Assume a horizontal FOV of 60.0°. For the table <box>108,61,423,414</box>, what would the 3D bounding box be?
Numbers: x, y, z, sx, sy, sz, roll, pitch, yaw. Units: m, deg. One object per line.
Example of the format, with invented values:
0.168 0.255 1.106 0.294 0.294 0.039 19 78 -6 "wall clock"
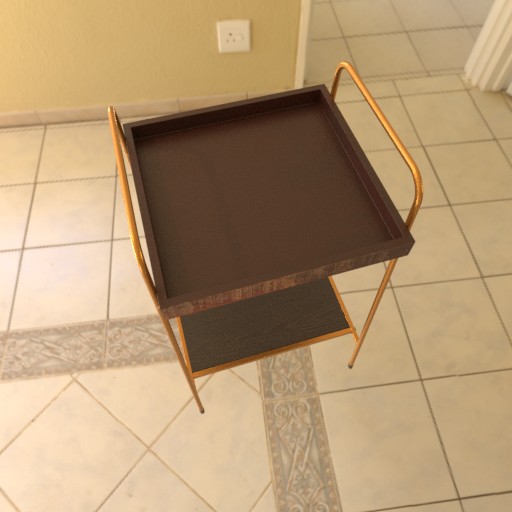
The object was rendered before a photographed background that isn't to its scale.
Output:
0.000 0.000 0.987 0.430 0.710 0.430 -14 60 -8 "table"
